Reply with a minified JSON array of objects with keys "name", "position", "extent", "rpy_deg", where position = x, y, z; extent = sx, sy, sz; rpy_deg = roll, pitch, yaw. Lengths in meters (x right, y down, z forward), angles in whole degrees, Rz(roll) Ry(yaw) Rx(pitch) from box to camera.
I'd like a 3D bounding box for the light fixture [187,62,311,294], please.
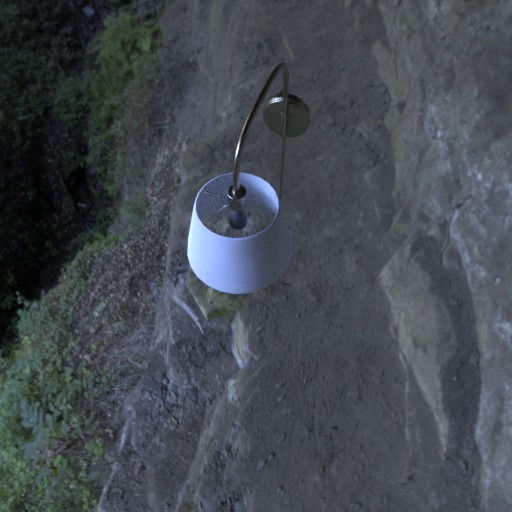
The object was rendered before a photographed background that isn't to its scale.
[{"name":"light fixture","position":[0.000,0.000,0.477],"extent":[0.092,0.399,0.176],"rpy_deg":[17,60,10]}]
